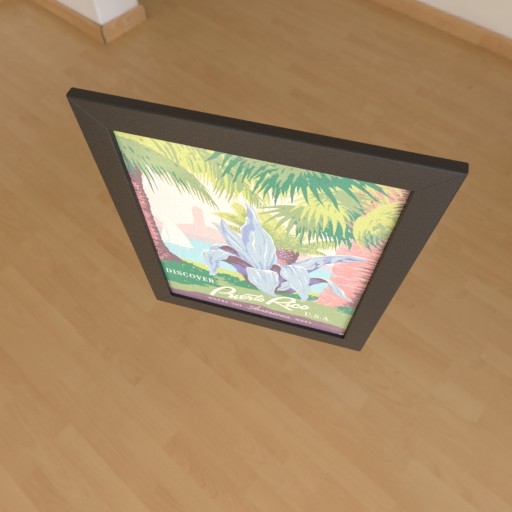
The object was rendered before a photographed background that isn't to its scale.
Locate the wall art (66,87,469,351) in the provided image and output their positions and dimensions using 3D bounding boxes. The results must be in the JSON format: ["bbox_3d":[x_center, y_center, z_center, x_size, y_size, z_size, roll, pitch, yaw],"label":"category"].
[{"bbox_3d":[0.000,0.000,0.764,0.481,0.582,0.018,13,60,8],"label":"wall art"}]
